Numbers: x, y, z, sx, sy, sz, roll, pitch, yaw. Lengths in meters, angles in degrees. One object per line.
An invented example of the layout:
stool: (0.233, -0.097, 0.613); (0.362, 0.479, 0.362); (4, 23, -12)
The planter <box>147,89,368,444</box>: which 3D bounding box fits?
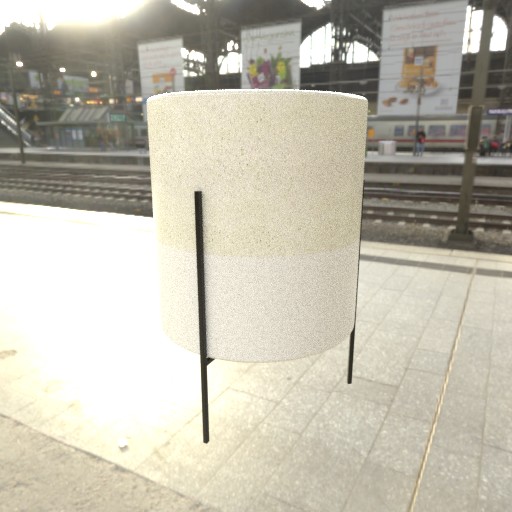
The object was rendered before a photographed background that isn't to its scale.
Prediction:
planter: (0.000, 0.000, 0.724); (0.324, 0.483, 0.333); (7, 17, 25)
